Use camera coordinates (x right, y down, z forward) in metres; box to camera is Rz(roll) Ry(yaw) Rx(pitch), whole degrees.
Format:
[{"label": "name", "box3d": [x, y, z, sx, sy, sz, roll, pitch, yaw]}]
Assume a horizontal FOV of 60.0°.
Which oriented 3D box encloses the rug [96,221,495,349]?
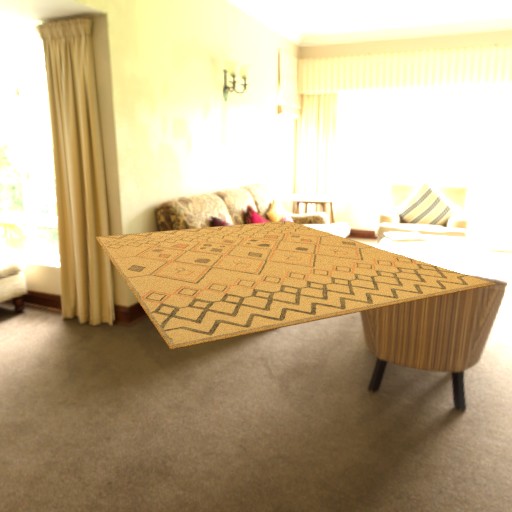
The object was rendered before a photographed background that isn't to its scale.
[{"label": "rug", "box3d": [0.000, 0.000, 4.070, 2.441, 0.016, 3.050, -7, 16, -25]}]
